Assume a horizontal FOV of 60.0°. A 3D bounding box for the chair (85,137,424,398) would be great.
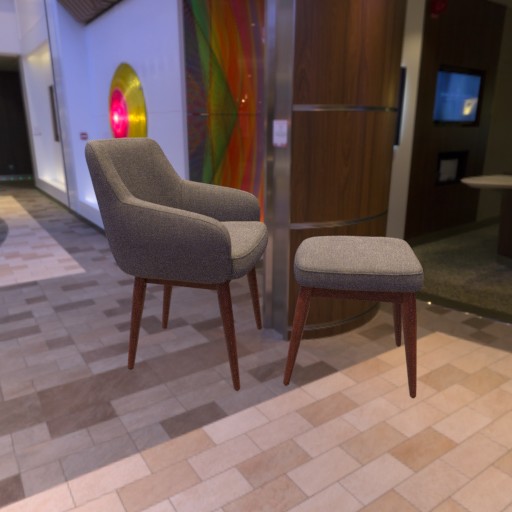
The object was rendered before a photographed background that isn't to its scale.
[{"bbox_3d":[0.000,0.000,1.571,1.107,0.799,0.584,3,17,9],"label":"chair"}]
